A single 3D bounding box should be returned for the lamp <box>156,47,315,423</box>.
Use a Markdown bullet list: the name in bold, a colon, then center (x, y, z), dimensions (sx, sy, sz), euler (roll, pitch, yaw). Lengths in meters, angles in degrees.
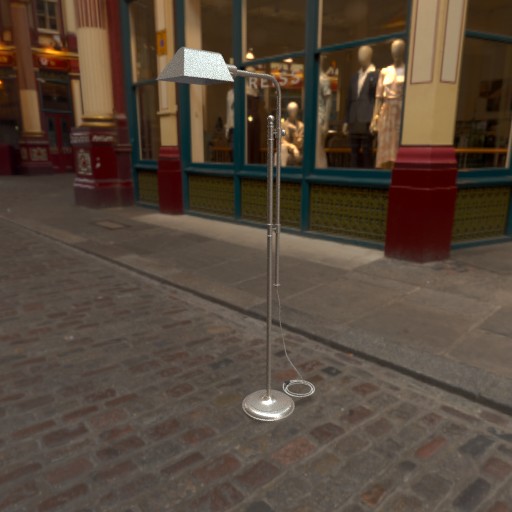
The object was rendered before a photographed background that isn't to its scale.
- **lamp**: center (0.000, 0.000, 1.917), dimensions (0.256, 1.571, 0.813), euler (14, 20, 43)
